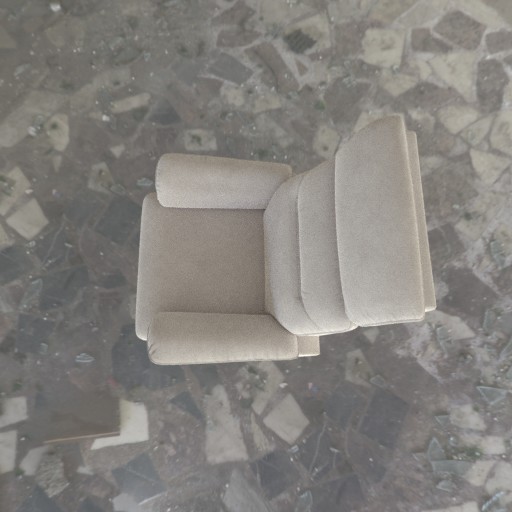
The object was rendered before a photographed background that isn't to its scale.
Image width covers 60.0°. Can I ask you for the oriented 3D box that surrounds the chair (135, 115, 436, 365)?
[{"bbox_3d":[0.000,0.000,1.728,1.001,1.039,0.820,-1,75,0],"label":"chair"}]
